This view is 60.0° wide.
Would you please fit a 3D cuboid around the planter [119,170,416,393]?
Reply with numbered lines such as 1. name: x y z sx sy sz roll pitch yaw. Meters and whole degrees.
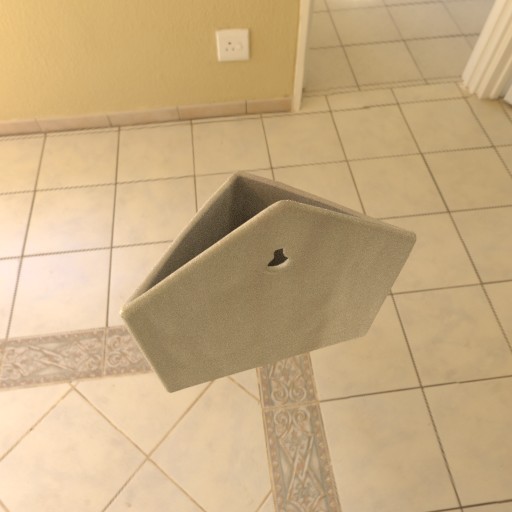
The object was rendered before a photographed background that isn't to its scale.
1. planter: 0.000 0.000 0.280 0.163 0.194 0.080 -14 59 -9
